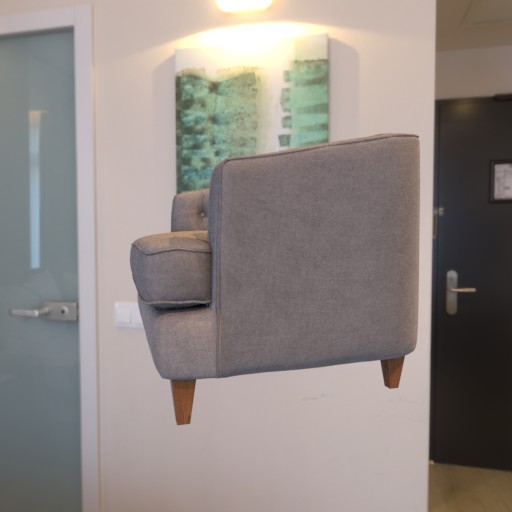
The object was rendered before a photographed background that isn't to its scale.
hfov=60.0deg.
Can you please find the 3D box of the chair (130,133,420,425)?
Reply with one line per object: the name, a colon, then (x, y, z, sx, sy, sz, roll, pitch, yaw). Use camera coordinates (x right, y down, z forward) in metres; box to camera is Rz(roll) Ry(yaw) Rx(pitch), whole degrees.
chair: (0.000, 0.000, 1.737, 0.941, 0.852, 1.104, -1, 2, -17)
